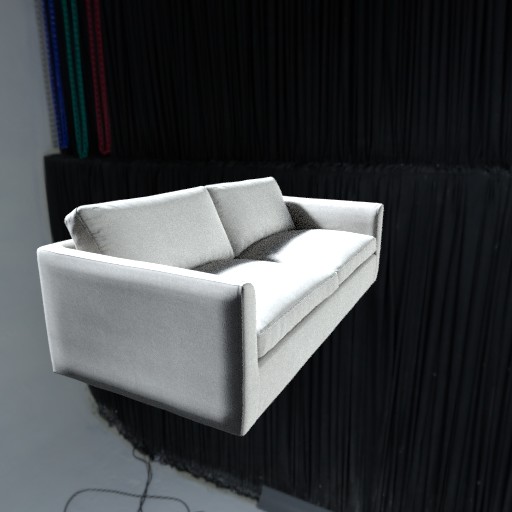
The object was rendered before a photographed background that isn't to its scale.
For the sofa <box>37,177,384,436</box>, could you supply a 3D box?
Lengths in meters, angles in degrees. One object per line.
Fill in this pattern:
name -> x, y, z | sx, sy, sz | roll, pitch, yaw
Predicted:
sofa -> 0.000, 0.000, 2.761 | 1.090, 0.838, 2.588 | 8, 16, 26
